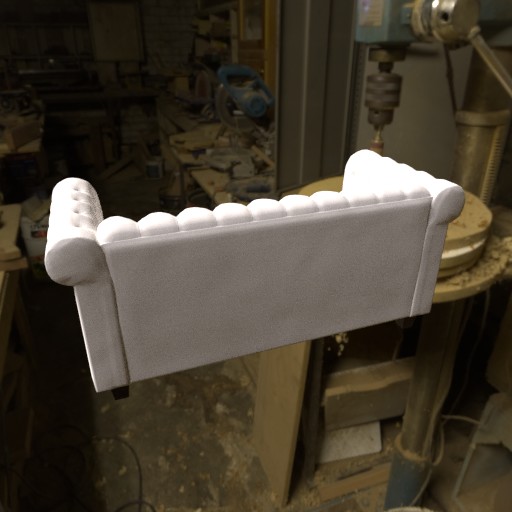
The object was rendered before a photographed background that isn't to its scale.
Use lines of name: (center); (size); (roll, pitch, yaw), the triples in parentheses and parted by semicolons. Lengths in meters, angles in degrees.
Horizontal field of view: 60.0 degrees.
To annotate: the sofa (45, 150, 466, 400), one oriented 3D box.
sofa: (0.000, 0.000, 2.223); (1.798, 0.796, 0.771); (-9, 28, -18)
